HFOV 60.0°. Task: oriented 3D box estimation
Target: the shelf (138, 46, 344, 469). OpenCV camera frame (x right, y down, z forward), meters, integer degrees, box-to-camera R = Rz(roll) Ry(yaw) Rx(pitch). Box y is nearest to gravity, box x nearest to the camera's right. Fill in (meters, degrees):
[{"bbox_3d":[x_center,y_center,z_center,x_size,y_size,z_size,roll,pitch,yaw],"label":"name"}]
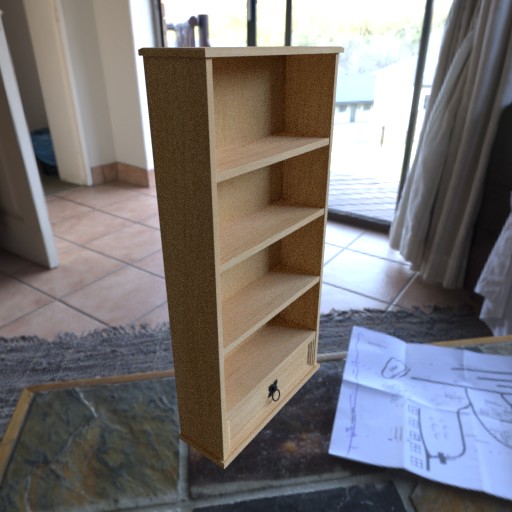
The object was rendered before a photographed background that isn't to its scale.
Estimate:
[{"bbox_3d":[0.000,0.000,1.207,0.175,1.030,0.520,18,31,33],"label":"shelf"}]
